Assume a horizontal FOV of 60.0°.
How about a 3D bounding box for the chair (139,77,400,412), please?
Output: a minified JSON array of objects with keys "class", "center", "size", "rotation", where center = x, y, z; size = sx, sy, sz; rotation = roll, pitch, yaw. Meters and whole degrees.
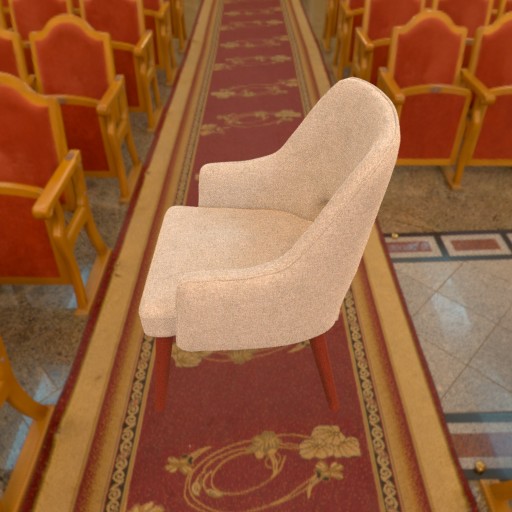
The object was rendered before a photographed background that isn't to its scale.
[{"class":"chair","center":[0.000,0.000,1.216],"size":[0.605,0.849,0.548],"rotation":[0,41,0]}]
